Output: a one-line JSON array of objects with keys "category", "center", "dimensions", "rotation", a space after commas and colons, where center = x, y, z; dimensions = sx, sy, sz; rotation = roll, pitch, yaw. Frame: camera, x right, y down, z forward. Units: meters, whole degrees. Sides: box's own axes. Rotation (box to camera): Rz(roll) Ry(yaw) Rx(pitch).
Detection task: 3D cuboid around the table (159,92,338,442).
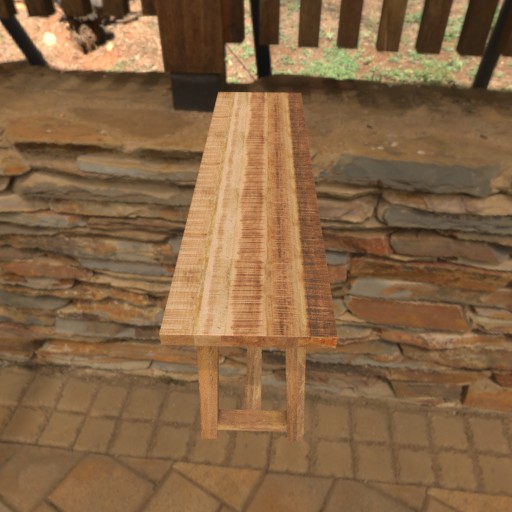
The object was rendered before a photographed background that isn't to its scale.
[{"category": "table", "center": [0.000, 0.000, 1.847], "dimensions": [0.405, 0.810, 1.524], "rotation": [1, 40, 1]}]
